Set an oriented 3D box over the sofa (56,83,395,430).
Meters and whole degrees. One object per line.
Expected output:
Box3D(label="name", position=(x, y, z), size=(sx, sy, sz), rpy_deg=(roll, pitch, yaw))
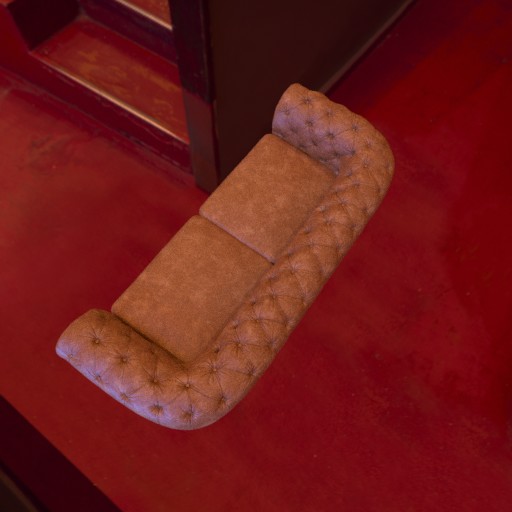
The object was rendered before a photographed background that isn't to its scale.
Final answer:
Box3D(label="sofa", position=(0.000, 0.000, 2.882), size=(0.989, 0.760, 2.365), rpy_deg=(33, 68, 15))
